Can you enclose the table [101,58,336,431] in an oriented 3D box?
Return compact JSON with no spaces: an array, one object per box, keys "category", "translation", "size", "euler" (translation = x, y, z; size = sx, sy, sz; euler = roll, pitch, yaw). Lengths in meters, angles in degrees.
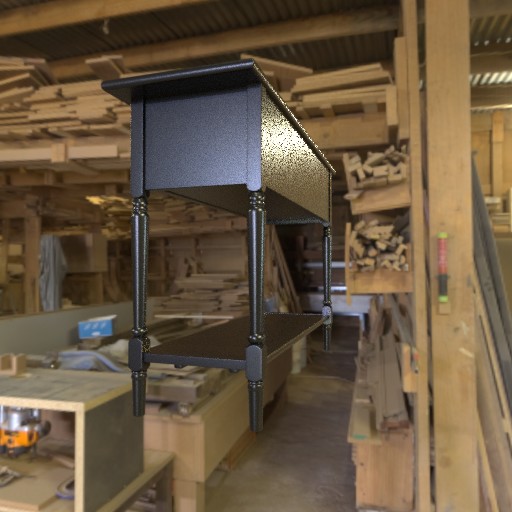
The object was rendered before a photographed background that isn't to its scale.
[{"category":"table","translation":[0.000,0.000,1.552],"size":[0.386,0.819,1.191],"euler":[0,-1,18]}]
